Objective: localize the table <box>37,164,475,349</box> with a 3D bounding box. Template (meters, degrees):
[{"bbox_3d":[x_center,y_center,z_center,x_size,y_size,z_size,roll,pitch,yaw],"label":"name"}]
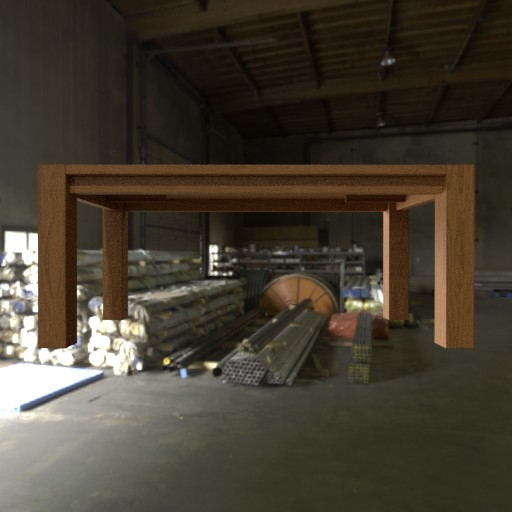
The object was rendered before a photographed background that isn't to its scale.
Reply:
[{"bbox_3d":[0.000,0.000,2.275,1.800,0.760,0.900,0,0,0],"label":"table"}]
